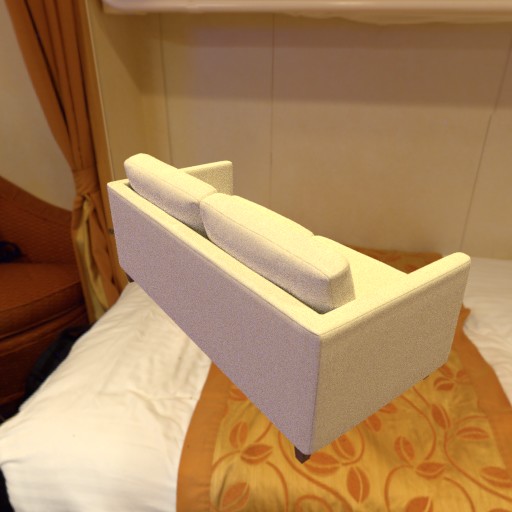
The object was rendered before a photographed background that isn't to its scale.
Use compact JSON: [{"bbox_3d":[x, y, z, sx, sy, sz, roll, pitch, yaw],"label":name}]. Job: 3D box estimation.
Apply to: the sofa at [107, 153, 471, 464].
[{"bbox_3d":[0.000,0.000,2.491,0.965,0.889,1.981,-19,33,-32],"label":"sofa"}]
